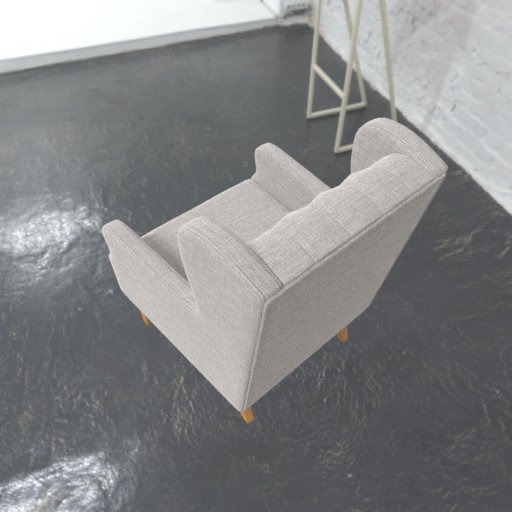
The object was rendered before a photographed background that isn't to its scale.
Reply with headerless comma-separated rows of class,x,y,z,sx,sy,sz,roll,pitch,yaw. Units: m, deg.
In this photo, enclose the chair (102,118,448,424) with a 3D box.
chair,0.000,0.000,1.463,0.710,0.930,0.760,-33,56,-26
